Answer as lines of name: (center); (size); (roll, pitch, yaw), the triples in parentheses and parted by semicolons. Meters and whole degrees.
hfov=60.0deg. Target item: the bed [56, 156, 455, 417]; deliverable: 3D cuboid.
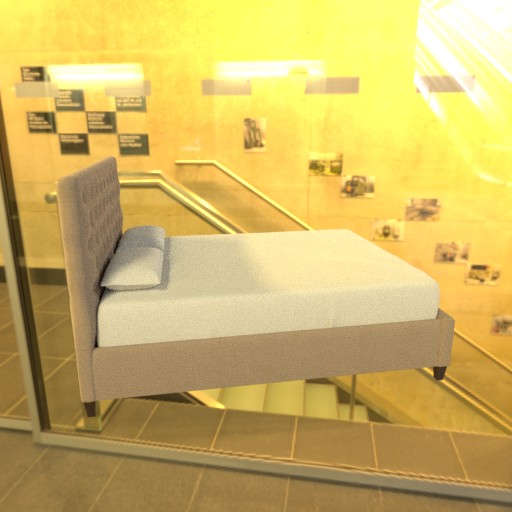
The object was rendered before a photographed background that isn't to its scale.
bed: (0.000, 0.000, 3.420); (2.387, 1.427, 1.698); (-3, 16, -10)
